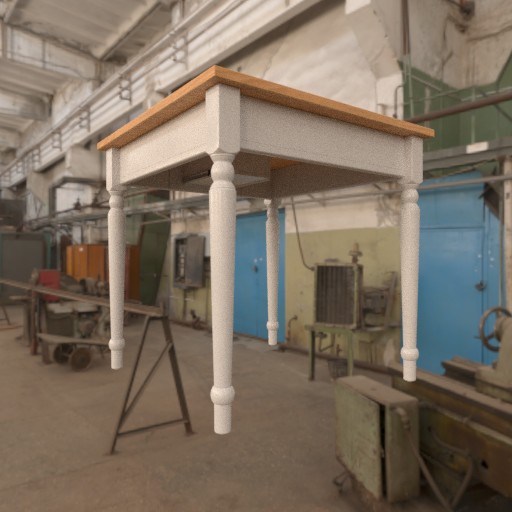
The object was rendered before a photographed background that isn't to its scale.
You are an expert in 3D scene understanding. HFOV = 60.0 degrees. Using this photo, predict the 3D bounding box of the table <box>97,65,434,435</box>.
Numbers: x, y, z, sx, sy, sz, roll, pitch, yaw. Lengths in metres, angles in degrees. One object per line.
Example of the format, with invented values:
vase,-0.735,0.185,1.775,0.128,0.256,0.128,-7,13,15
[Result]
table,0.000,0.000,1.376,0.747,0.738,0.747,0,0,-36
